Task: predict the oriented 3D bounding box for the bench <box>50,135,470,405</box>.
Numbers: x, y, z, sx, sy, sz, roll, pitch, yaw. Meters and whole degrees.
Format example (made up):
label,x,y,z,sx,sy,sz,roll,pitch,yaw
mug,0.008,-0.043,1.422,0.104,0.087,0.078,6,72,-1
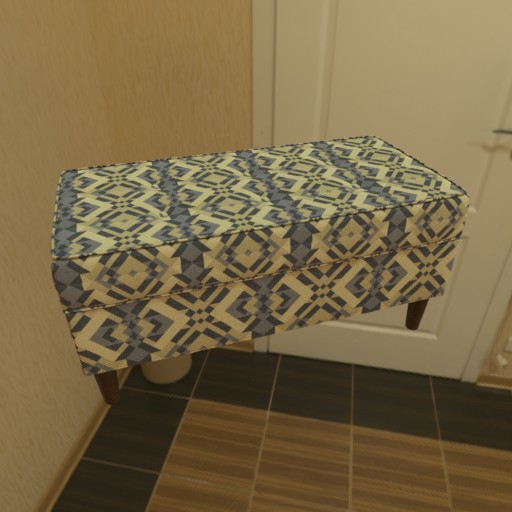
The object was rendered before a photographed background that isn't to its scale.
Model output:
label,x,y,z,sx,sy,sz,roll,pitch,yaw
bench,0.000,0.000,1.297,1.016,0.477,0.492,-10,35,-15
